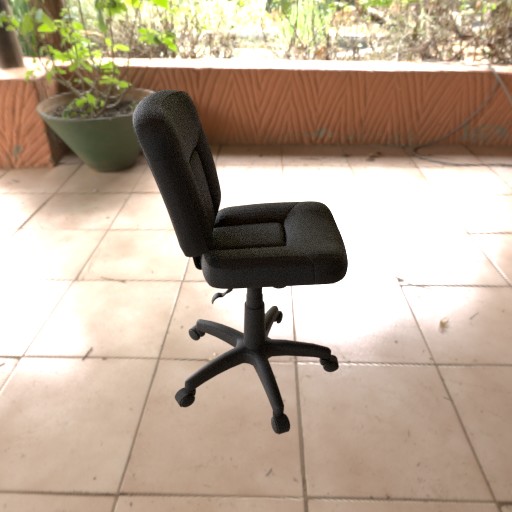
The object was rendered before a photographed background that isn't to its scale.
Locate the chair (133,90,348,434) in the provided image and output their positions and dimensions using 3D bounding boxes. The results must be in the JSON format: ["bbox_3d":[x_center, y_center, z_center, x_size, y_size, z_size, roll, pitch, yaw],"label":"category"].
[{"bbox_3d":[0.000,0.000,1.409,0.610,0.972,0.610,0,31,0],"label":"chair"}]
